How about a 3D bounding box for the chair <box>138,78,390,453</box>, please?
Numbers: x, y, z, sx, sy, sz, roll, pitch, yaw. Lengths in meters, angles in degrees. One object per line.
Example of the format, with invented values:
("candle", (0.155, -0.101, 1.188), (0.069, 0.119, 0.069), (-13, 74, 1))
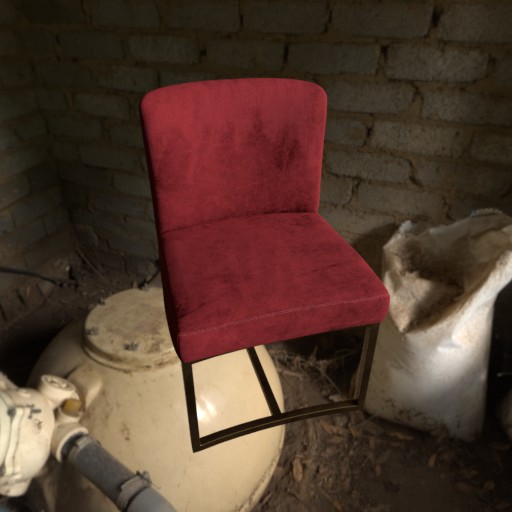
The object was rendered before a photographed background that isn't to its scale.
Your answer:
("chair", (0.000, 0.000, 1.209), (0.530, 0.824, 0.560), (-9, 33, -14))
